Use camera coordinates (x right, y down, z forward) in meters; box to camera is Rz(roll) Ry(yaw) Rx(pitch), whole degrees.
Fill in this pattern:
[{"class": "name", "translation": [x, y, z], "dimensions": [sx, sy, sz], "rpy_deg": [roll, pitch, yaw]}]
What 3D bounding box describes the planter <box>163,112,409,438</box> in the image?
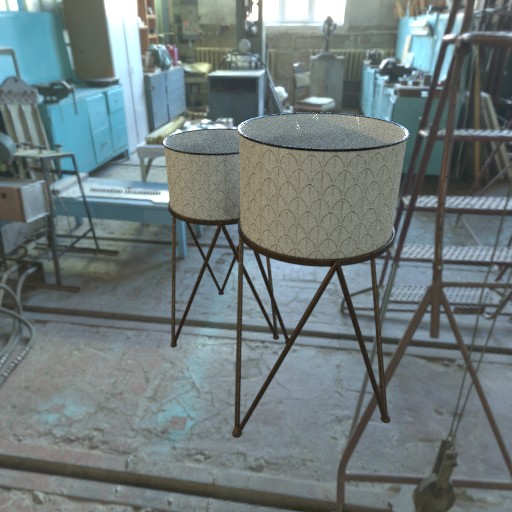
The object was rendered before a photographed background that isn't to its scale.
[{"class": "planter", "translation": [0.000, 0.000, 1.156], "dimensions": [0.413, 0.712, 0.769], "rpy_deg": [-19, 34, -32]}]
